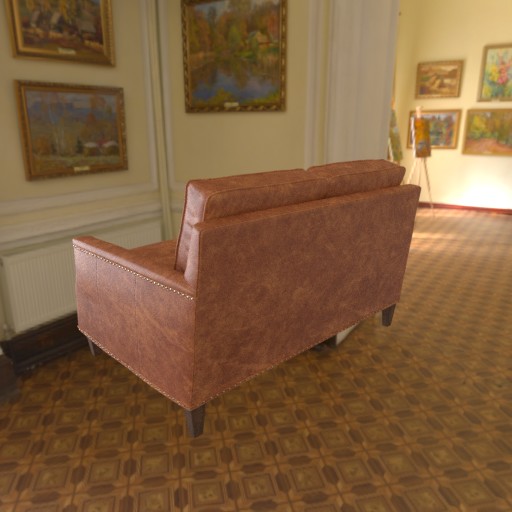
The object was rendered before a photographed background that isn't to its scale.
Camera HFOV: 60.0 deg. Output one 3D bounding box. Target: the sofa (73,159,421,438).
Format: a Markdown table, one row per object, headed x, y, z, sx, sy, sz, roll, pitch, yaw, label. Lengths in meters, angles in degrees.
| x | y | z | sx | sy | sz | roll | pitch | yaw | label |
| --- | --- | --- | --- | --- | --- | --- | --- | --- | --- |
| 0.000 | 0.000 | 2.382 | 1.597 | 1.003 | 1.084 | -15 | 22 | -42 | sofa |
